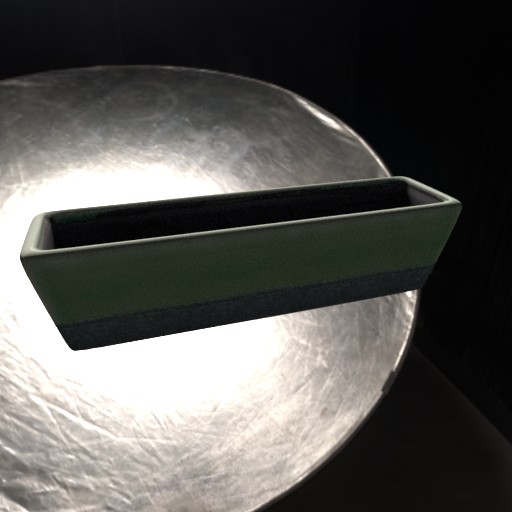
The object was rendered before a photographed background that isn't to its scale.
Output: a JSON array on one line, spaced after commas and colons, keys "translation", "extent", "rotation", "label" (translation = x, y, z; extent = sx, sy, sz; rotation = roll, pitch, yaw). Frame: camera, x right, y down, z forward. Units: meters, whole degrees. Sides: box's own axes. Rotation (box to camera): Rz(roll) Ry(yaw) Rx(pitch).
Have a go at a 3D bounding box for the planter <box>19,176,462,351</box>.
[{"translation": [0.000, 0.000, 0.305], "extent": [0.275, 0.072, 0.072], "rotation": [-8, 27, -16], "label": "planter"}]
